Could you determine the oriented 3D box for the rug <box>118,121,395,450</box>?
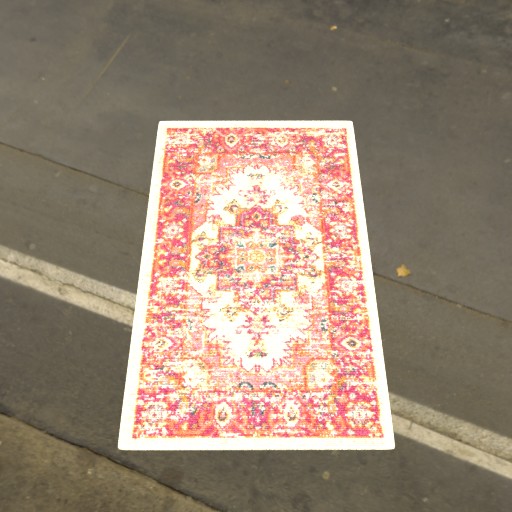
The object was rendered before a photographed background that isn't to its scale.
[{"bbox_3d":[0.000,0.000,1.081,0.556,0.004,0.868,0,63,0],"label":"rug"}]
